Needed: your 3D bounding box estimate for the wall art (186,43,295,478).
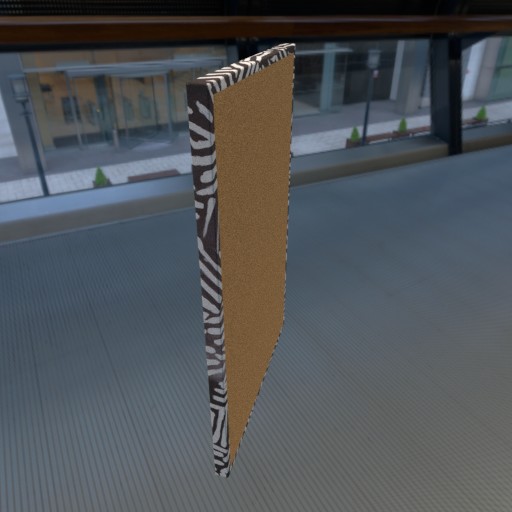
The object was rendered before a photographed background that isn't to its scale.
[{"bbox_3d":[0.000,0.000,1.116,0.035,0.918,0.615,8,31,14],"label":"wall art"}]
